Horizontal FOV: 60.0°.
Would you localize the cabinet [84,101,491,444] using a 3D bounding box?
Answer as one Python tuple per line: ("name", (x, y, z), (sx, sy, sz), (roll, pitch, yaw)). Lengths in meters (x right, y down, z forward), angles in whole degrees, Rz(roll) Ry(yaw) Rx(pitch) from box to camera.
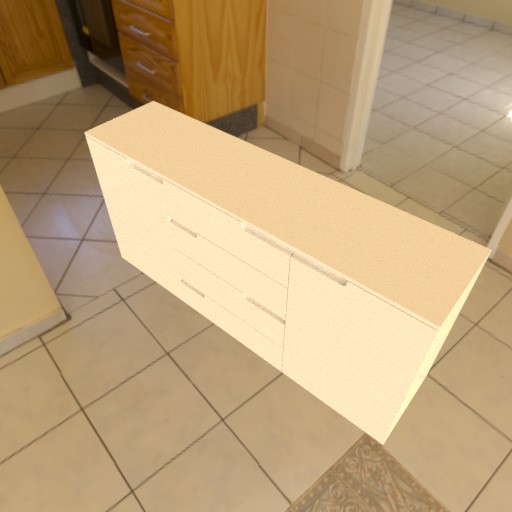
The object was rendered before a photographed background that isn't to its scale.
("cabinet", (0.000, 0.000, 1.979), (1.650, 0.800, 0.400), (30, 52, 27))
